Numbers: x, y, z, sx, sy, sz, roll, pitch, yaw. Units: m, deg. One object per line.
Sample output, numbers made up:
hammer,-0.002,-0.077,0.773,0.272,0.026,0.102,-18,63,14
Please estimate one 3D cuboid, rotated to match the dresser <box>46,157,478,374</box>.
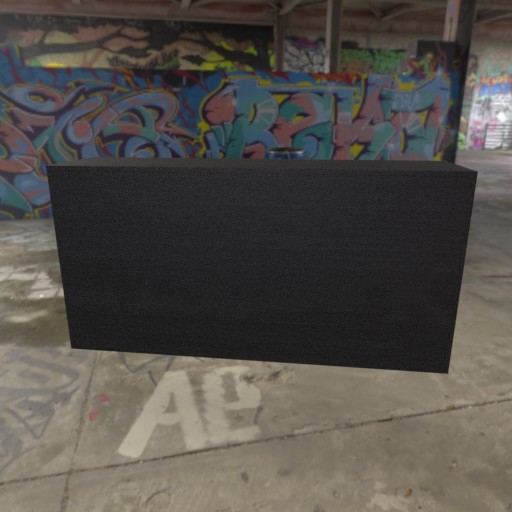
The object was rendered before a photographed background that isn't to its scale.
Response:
dresser,0.000,0.000,1.928,1.590,0.795,0.400,2,17,7
